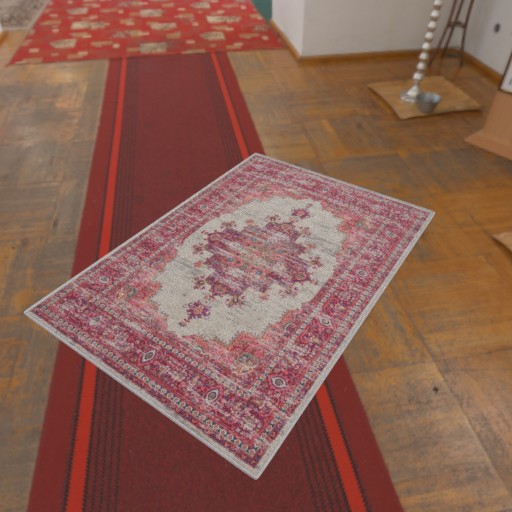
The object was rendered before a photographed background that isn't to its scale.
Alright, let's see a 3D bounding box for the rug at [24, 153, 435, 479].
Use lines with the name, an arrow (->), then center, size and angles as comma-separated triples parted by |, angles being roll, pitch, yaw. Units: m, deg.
rug -> 0.000, 0.000, 2.779 | 1.555, 0.011, 2.232 | 24, 46, 26
